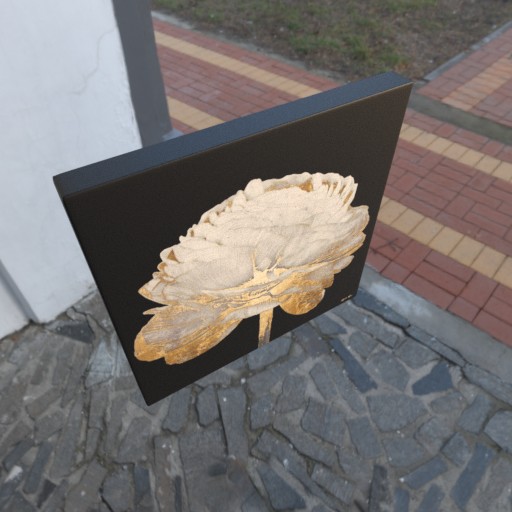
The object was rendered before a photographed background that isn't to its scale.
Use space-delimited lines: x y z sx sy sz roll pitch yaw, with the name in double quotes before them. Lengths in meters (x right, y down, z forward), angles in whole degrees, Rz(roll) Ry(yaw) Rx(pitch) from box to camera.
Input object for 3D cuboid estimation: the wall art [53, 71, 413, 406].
"wall art" 0.000 0.000 0.603 0.406 0.407 0.041 -24 51 -21
